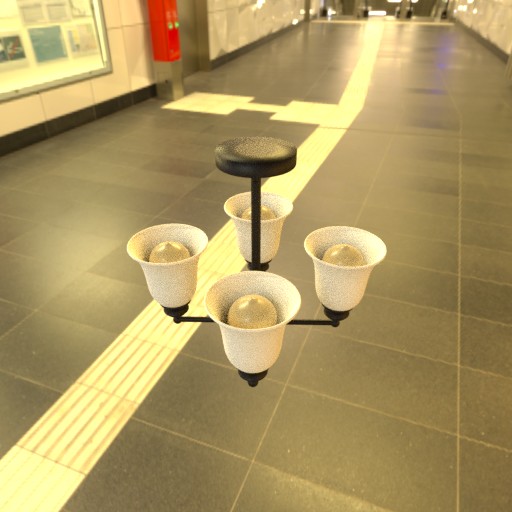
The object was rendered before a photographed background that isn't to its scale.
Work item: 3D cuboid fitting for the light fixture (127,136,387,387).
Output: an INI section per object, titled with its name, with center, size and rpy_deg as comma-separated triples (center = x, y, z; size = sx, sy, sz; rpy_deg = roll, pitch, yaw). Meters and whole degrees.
[light fixture]
center = 0.000, 0.000, 1.868
size = 1.069, 0.925, 1.069
rpy_deg = 1, 32, 2
